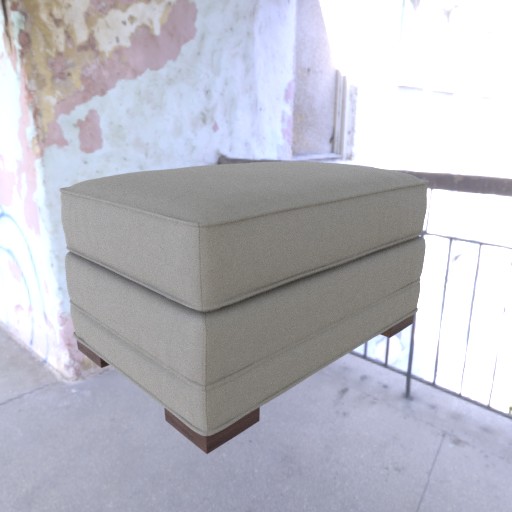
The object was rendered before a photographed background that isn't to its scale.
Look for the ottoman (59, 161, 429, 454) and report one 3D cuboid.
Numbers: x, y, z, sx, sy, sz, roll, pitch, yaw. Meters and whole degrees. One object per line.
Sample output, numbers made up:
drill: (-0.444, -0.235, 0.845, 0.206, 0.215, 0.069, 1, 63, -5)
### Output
ottoman: (0.000, 0.000, 1.221, 0.848, 0.482, 0.611, -16, 23, -42)
